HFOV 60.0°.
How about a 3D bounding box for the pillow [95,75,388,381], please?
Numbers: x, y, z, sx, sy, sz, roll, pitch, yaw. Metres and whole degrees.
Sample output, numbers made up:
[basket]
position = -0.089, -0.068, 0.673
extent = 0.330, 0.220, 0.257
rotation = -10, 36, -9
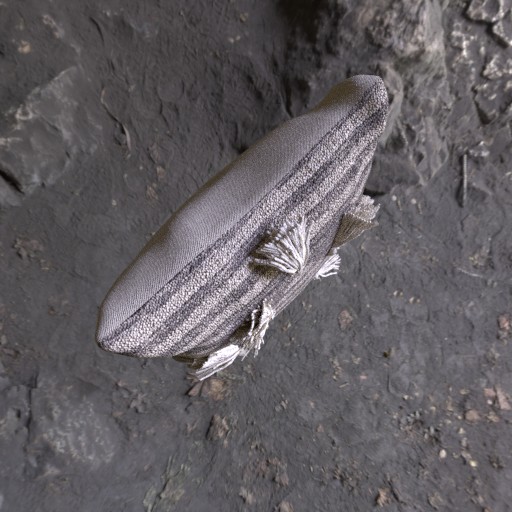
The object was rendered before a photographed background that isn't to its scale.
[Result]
[pillow]
position = 0.000, 0.000, 0.759
extent = 0.234, 0.490, 0.484
rotation = 44, 80, 10
